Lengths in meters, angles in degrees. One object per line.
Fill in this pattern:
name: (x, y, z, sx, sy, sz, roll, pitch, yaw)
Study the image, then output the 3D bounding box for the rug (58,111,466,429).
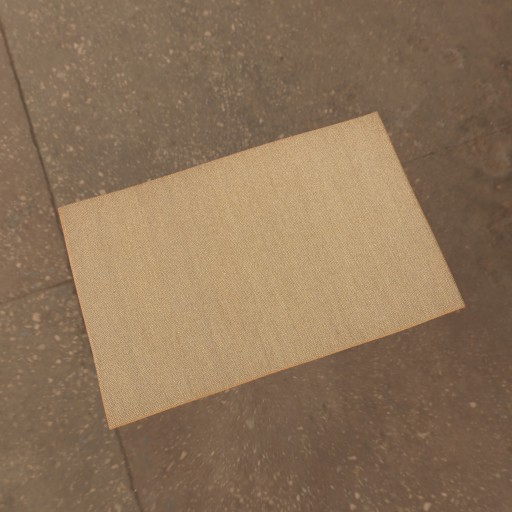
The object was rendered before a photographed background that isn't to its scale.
rug: (0.000, 0.000, 2.091, 1.678, 0.013, 1.078, -18, 76, -5)
